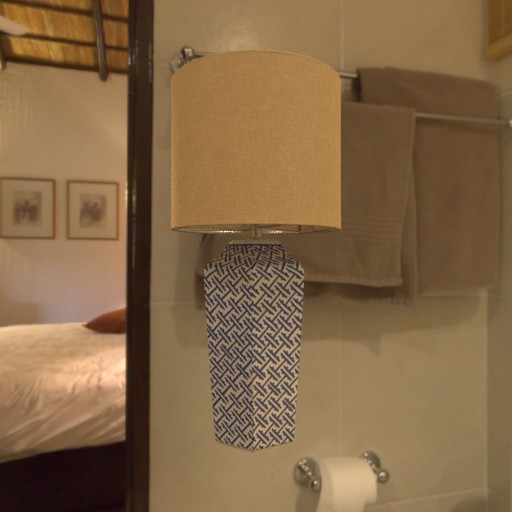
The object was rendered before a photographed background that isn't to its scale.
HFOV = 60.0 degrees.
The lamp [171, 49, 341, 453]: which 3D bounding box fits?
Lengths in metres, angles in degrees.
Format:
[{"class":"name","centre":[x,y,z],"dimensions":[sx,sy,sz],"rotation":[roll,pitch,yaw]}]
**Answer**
[{"class":"lamp","centre":[0.000,0.000,0.847],"dimensions":[0.320,0.682,0.320],"rotation":[0,0,37]}]
